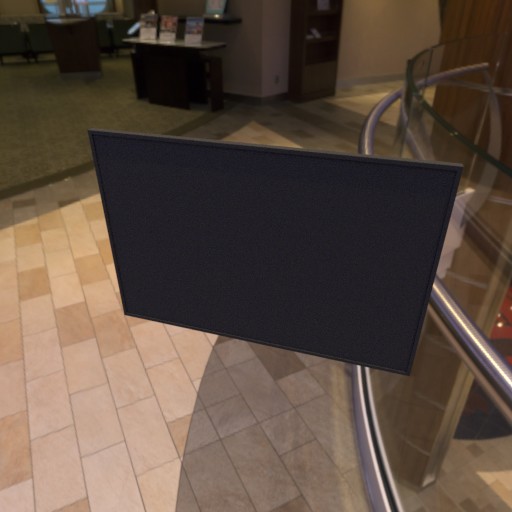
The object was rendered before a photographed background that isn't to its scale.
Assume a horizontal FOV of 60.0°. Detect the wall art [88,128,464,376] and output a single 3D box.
[{"bbox_3d":[0.000,0.000,1.576,1.190,0.805,0.028,9,33,15],"label":"wall art"}]
